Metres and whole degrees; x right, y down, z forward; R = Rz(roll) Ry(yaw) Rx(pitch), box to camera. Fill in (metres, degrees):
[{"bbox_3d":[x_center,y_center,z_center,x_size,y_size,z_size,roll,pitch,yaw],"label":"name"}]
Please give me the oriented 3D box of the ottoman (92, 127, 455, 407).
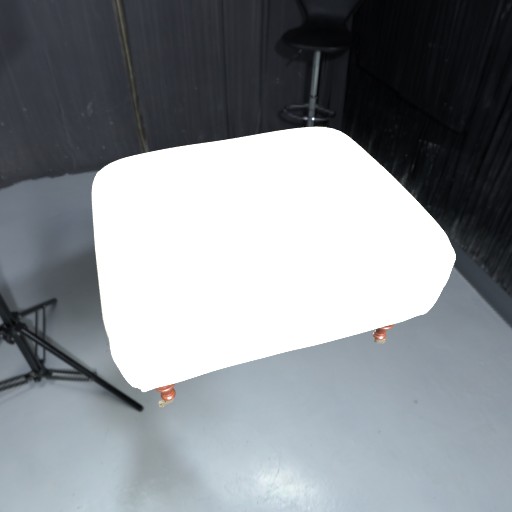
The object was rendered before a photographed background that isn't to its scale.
[{"bbox_3d":[0.000,0.000,1.143,0.747,0.450,0.622,-12,44,-13],"label":"ottoman"}]
